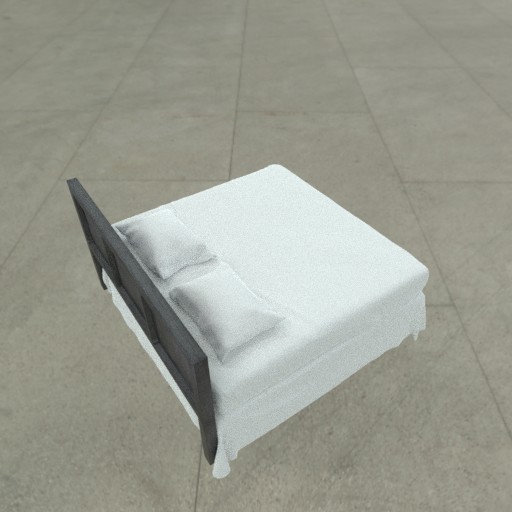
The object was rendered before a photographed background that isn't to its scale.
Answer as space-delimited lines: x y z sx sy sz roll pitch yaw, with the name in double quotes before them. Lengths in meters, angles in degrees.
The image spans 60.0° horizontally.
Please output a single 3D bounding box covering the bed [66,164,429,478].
"bed" 0.000 0.000 3.601 2.165 1.158 2.255 -25 47 -25
